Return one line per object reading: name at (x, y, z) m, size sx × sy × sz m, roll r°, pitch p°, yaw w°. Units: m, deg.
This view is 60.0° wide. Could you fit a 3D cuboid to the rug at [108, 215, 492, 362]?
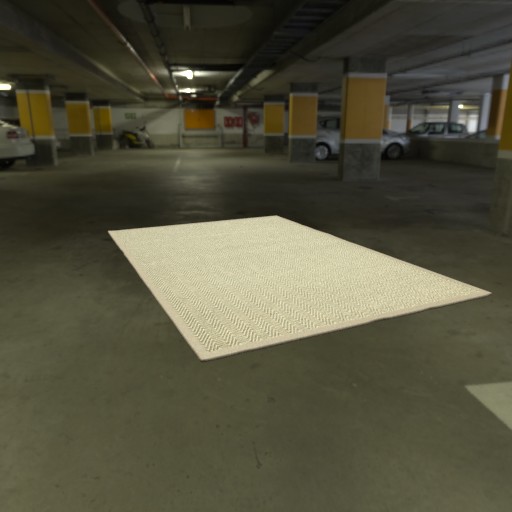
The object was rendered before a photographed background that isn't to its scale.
rug at (0.000, 0.000, 2.888) m, size 1.540 × 0.021 × 2.290 m, roll -8°, pitch 18°, yaw -25°
